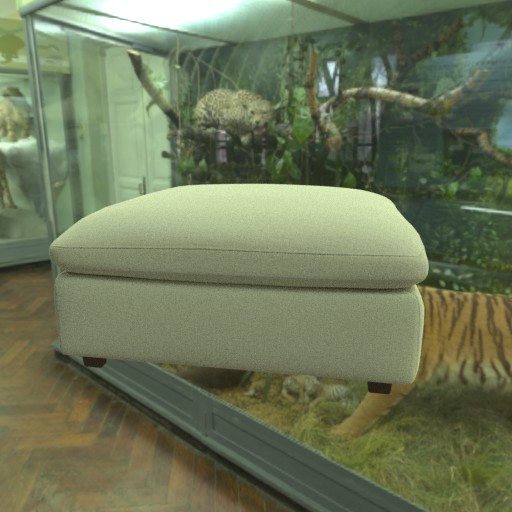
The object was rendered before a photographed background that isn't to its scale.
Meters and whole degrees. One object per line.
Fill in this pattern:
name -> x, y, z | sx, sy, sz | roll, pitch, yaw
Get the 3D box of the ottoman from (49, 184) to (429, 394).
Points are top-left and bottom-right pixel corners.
ottoman -> 0.000, 0.000, 1.550 | 0.996, 0.467, 0.977 | 3, 15, 10
